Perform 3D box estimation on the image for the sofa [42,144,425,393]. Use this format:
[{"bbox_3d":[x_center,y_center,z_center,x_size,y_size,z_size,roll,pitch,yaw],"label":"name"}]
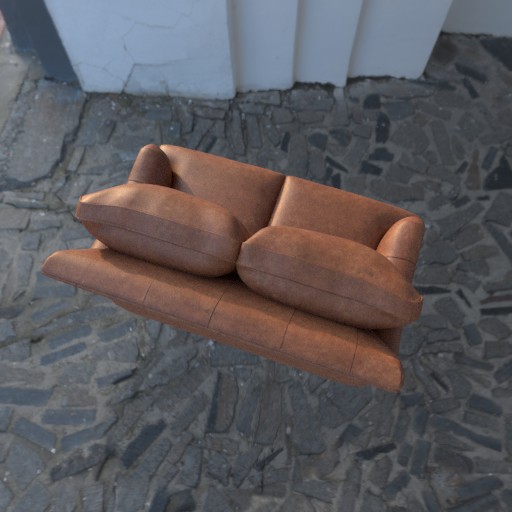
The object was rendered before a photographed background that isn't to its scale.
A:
[{"bbox_3d":[0.000,0.000,2.207,1.527,1.004,1.077,17,65,8],"label":"sofa"}]
